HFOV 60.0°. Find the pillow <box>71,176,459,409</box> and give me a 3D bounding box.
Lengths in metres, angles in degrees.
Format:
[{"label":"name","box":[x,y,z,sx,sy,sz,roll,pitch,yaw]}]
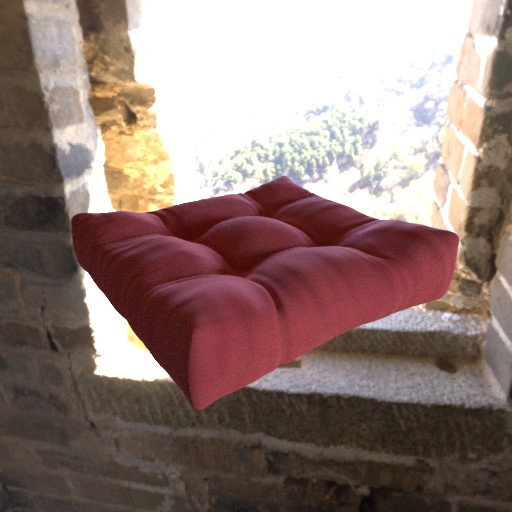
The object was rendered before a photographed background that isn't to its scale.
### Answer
[{"label":"pillow","box":[0.000,0.000,0.749,0.490,0.128,0.468,-17,30,-32]}]
